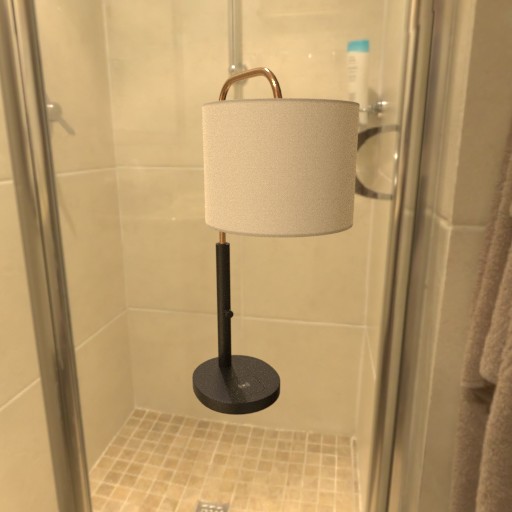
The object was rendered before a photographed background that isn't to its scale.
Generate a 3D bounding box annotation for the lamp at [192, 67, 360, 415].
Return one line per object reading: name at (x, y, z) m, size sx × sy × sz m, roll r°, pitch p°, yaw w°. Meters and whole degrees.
lamp at (0.000, 0.000, 0.684) m, size 0.199 × 0.540 × 0.337 m, roll -7°, pitch 16°, yaw -26°
